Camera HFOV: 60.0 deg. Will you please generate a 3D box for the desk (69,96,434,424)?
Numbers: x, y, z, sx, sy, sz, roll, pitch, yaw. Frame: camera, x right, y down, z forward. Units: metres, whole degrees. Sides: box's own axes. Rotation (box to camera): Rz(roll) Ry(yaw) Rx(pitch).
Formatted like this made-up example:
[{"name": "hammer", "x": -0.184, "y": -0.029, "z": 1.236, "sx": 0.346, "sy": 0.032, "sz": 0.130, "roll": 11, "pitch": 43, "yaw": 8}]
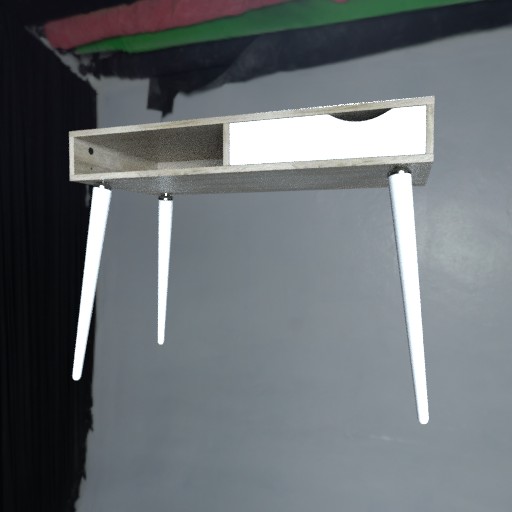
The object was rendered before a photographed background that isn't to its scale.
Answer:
[{"name": "desk", "x": 0.000, "y": 0.000, "z": 1.355, "sx": 0.979, "sy": 0.723, "sz": 0.491, "roll": 1, "pitch": 2, "yaw": 19}]
